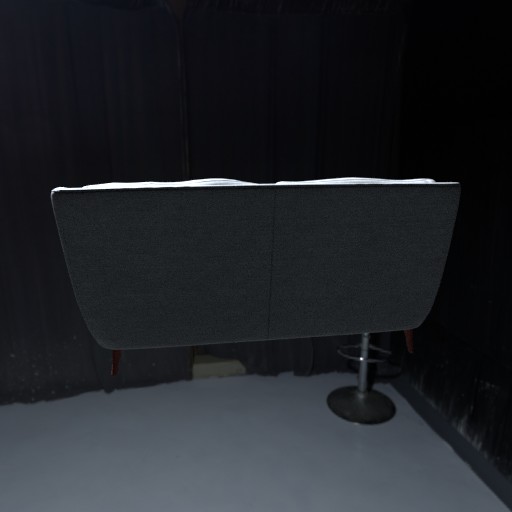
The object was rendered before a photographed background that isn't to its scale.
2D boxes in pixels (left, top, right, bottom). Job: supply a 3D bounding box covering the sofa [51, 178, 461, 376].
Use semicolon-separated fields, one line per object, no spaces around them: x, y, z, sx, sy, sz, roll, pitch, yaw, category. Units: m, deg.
0.000;0.000;2.446;1.930;0.897;0.976;-2;15;-9;sofa
